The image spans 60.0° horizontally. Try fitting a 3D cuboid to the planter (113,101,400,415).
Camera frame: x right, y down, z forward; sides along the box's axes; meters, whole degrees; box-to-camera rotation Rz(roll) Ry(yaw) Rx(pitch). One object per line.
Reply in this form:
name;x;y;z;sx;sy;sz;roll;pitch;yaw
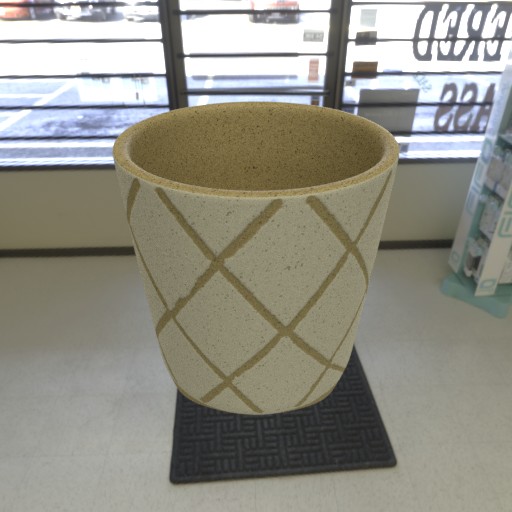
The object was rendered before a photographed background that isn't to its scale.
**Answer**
planter;0.000;0.000;0.427;0.228;0.235;0.228;0;33;0
